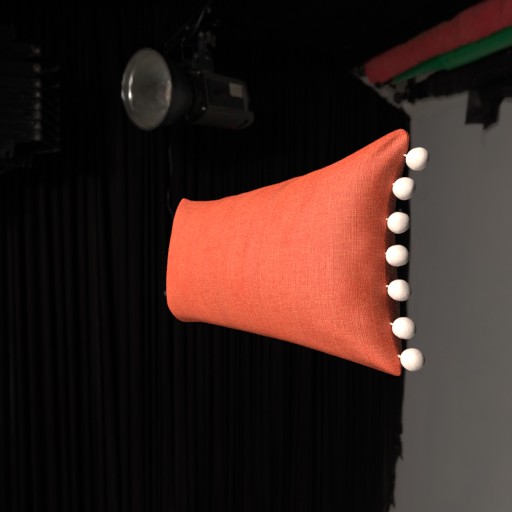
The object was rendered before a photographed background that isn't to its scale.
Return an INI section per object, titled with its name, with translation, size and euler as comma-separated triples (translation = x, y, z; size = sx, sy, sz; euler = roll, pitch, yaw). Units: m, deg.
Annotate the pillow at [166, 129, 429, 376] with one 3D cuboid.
[pillow]
translation = 0.000, 0.000, 0.837
size = 0.201, 0.322, 0.709
euler = 1, -1, -35
